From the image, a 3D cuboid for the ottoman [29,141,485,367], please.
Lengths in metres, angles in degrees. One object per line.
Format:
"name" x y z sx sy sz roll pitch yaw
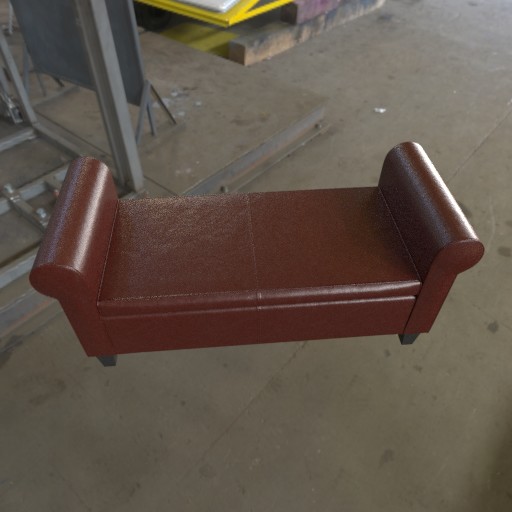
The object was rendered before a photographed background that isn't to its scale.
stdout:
"ottoman" 0.000 0.000 1.543 1.256 0.547 0.521 -3 46 -3
